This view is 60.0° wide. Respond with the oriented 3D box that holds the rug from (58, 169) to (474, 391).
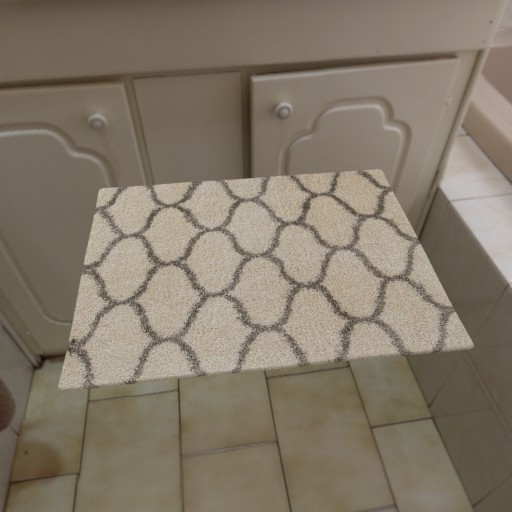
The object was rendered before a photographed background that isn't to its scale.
[{"bbox_3d":[0.000,0.000,2.097,1.600,0.025,1.200,-5,47,-5],"label":"rug"}]
